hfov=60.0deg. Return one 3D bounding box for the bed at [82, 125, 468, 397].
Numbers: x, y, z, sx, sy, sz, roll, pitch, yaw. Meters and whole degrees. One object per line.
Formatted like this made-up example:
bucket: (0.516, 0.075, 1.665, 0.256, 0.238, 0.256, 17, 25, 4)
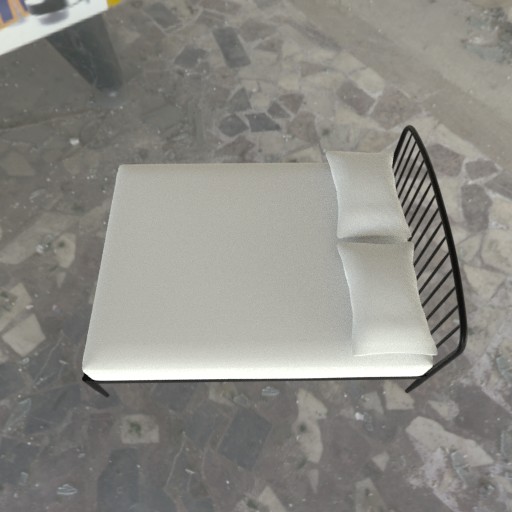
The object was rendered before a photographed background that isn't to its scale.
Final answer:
bed: (0.000, 0.000, 3.020, 2.159, 1.166, 1.618, -1, 60, 0)
